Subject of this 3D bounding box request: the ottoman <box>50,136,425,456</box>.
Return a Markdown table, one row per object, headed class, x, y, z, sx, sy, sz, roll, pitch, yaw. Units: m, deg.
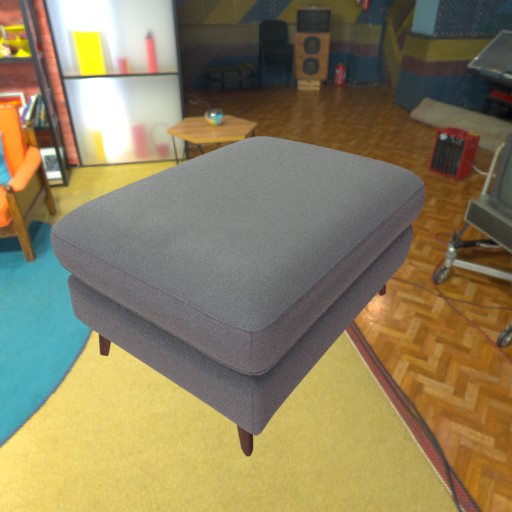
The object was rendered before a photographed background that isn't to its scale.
| class | x | y | z | sx | sy | sz | roll | pitch | yaw |
| --- | --- | --- | --- | --- | --- | --- | --- | --- | --- |
| ottoman | 0.000 | 0.000 | 1.172 | 0.608 | 0.449 | 0.811 | 22 | 38 | 31 |
